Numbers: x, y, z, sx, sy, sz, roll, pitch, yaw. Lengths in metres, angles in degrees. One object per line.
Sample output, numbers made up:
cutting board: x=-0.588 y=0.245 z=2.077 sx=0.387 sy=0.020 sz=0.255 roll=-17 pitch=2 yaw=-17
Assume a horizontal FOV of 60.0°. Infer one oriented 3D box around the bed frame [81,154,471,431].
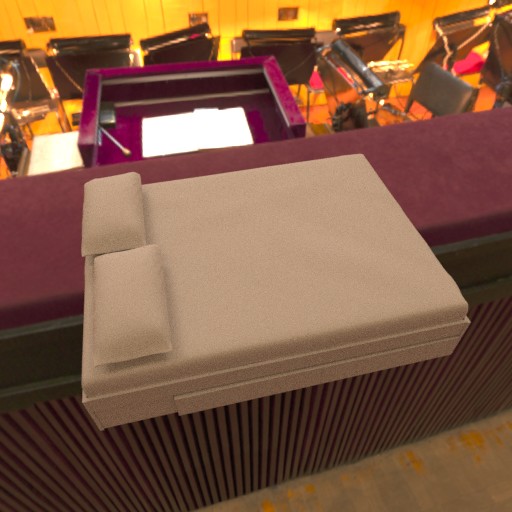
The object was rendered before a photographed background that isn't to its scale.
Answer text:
bed frame: x=0.000 y=0.000 z=2.631 sx=1.950 sy=0.629 sz=1.450 roll=-10 pitch=48 yaw=-9
